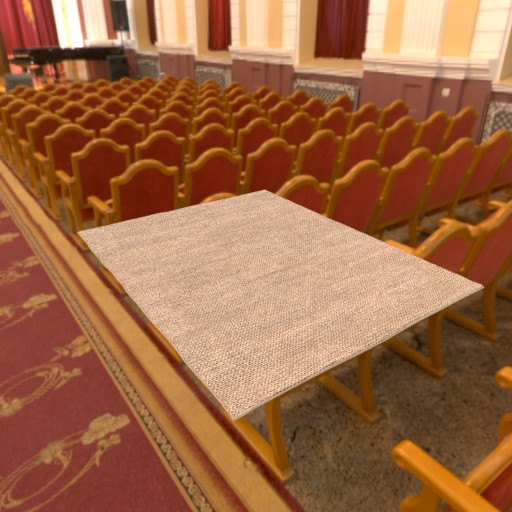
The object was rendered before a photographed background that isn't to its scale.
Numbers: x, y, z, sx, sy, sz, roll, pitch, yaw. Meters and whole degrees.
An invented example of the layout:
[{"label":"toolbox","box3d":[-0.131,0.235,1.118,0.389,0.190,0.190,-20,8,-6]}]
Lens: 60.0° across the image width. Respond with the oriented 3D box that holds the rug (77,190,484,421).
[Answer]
[{"label":"rug","box3d":[0.000,0.000,4.111,2.429,0.030,3.052,-17,32,-31]}]
